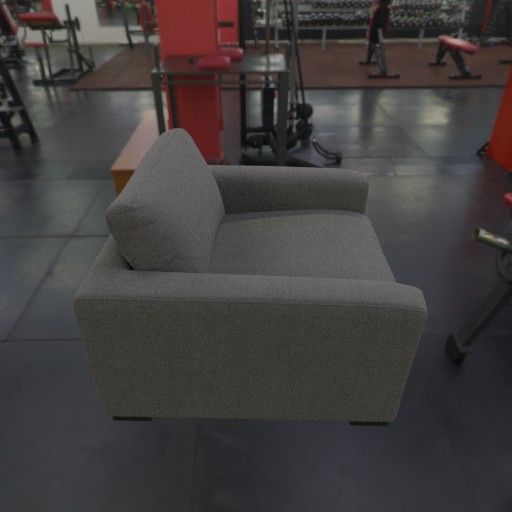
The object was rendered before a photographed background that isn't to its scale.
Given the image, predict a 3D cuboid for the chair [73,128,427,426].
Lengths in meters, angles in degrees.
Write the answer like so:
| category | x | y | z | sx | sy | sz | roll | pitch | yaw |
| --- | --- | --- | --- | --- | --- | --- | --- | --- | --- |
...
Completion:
| category | x | y | z | sx | sy | sz | roll | pitch | yaw |
| --- | --- | --- | --- | --- | --- | --- | --- | --- | --- |
| chair | 0.000 | 0.000 | 1.862 | 1.100 | 0.847 | 1.070 | 1 | 33 | 1 |
